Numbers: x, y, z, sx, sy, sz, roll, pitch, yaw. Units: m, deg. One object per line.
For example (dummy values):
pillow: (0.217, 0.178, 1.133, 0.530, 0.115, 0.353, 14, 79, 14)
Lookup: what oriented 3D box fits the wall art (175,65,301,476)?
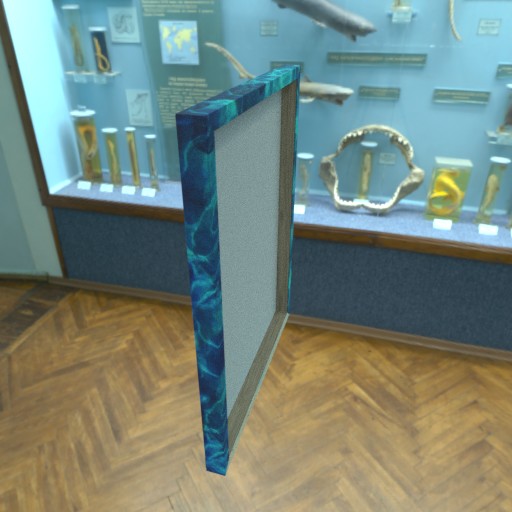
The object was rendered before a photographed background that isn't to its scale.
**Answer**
wall art: (0.000, 0.000, 0.863, 0.038, 0.635, 0.508, 8, 30, 15)
